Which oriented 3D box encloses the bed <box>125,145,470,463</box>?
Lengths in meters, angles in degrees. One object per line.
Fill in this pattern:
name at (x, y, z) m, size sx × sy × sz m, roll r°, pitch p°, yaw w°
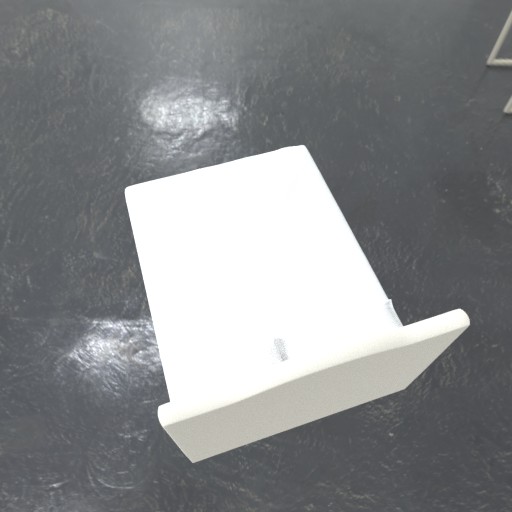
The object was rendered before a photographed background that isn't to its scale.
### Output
bed at (0.000, 0.000, 3.343) m, size 1.821 × 1.436 × 2.282 m, roll -16°, pitch 59°, yaw -9°
